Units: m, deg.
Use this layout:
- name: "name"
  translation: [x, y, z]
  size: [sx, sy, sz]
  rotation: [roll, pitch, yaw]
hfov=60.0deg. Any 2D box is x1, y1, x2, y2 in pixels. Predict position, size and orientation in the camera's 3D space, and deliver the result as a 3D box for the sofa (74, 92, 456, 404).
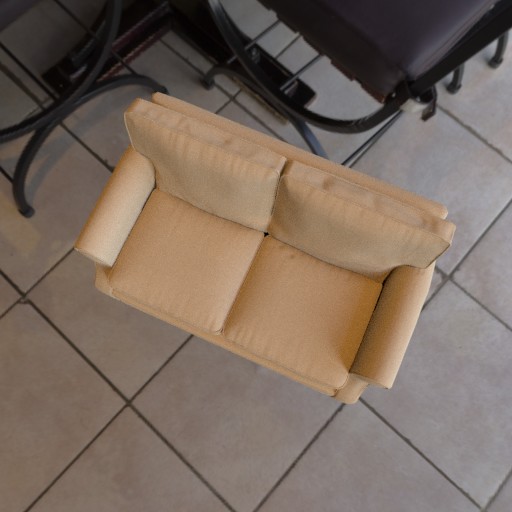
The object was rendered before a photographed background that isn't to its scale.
- name: "sofa"
  translation: [0.000, 0.000, 2.269]
  size: [1.665, 0.937, 0.964]
  rotation: [23, 76, 6]
